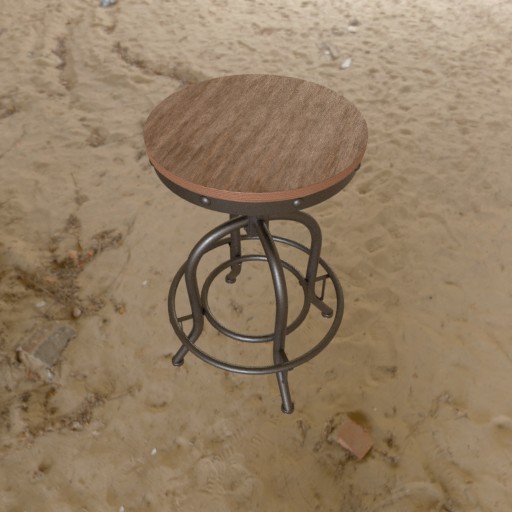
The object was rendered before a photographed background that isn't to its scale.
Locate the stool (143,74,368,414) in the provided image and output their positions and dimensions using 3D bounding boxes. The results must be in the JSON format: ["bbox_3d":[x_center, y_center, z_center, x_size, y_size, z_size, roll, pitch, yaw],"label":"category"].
[{"bbox_3d":[0.000,0.000,0.918,0.439,0.609,0.439,-15,48,-14],"label":"stool"}]
